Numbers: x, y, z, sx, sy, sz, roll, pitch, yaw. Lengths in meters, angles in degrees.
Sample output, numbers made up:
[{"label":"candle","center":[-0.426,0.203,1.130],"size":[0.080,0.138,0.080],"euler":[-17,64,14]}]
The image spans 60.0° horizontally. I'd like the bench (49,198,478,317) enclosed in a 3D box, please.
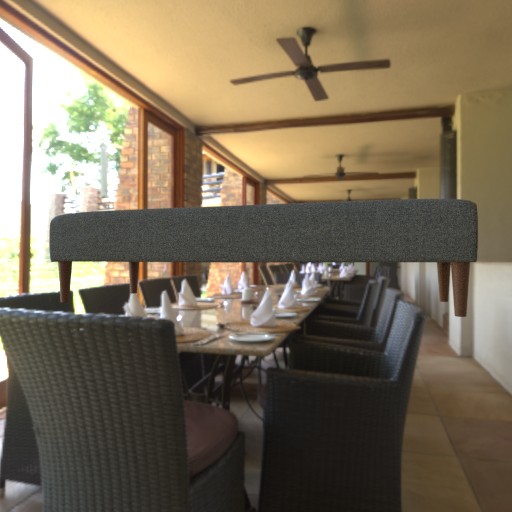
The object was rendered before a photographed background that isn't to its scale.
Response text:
[{"label":"bench","center":[0.000,0.000,1.853],"size":[1.598,0.384,0.631],"euler":[0,0,18]}]
